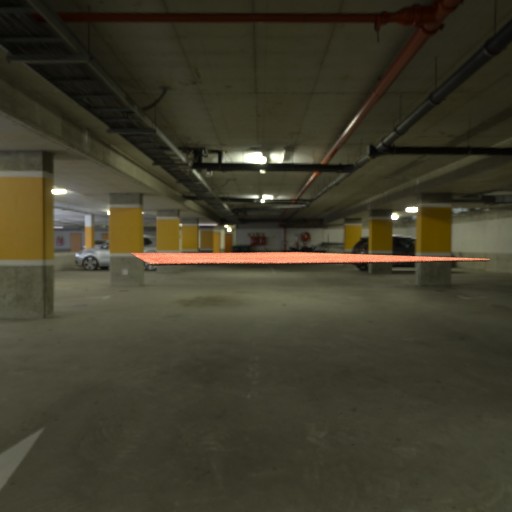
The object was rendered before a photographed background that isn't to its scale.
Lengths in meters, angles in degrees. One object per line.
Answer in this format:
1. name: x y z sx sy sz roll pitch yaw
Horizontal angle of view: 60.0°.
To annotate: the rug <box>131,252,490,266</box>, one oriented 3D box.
1. rug: 0.000 0.000 2.178 1.139 0.011 1.747 0 1 -17
